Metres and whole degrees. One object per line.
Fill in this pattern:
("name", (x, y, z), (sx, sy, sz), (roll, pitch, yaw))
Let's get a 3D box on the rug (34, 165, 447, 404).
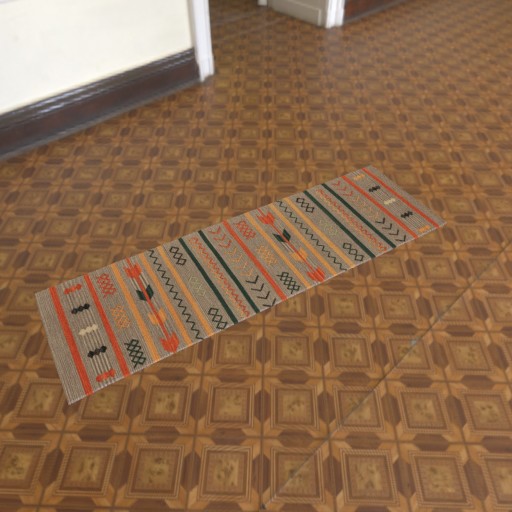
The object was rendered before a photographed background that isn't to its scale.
("rug", (0.000, 0.000, 2.649), (2.419, 0.022, 0.744), (-23, 51, -21))
